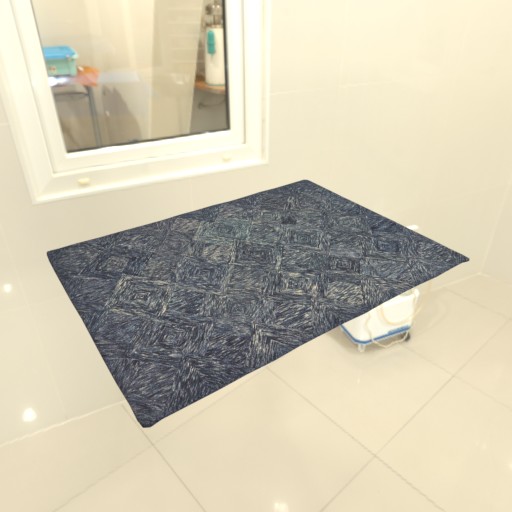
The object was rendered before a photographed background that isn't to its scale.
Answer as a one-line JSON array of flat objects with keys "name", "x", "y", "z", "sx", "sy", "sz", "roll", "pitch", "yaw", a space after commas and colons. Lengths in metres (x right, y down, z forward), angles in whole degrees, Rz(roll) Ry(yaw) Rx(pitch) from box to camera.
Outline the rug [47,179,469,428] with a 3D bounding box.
[{"name": "rug", "x": 0.000, "y": 0.000, "z": 4.168, "sx": 3.245, "sy": 0.024, "sz": 2.385, "roll": -20, "pitch": 37, "yaw": -29}]
